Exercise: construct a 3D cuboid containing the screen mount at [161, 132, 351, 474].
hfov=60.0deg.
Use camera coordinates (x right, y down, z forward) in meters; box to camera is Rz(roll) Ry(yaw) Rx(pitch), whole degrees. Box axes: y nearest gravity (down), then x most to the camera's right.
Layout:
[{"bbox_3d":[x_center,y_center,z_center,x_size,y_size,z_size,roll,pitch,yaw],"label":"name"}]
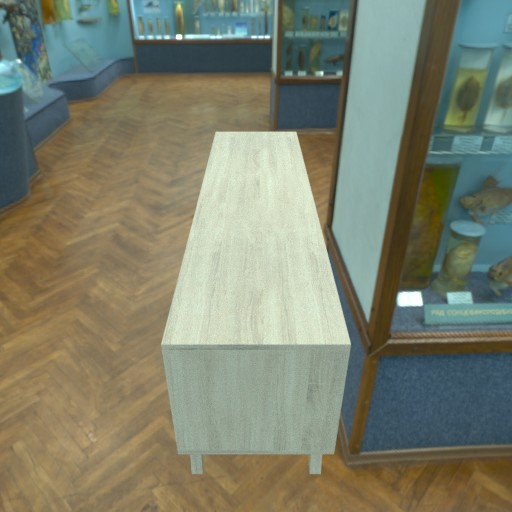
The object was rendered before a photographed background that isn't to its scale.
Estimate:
[{"bbox_3d":[0.000,0.000,1.702,0.400,0.510,1.500,0,32,0],"label":"screen mount"}]
